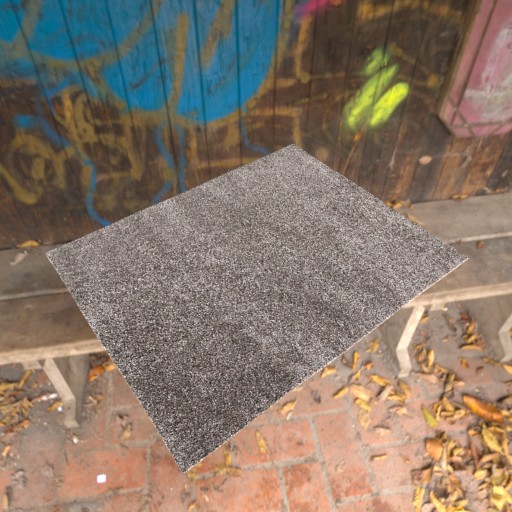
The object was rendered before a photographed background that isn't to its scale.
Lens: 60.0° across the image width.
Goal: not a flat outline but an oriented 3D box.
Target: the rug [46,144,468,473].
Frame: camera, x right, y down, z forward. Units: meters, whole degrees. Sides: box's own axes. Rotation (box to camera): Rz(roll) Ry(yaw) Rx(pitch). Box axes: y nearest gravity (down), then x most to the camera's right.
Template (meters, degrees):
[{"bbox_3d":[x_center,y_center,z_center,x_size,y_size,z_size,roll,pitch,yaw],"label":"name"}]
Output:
[{"bbox_3d":[0.000,0.000,4.021,3.000,0.025,2.401,-29,53,-25],"label":"rug"}]
